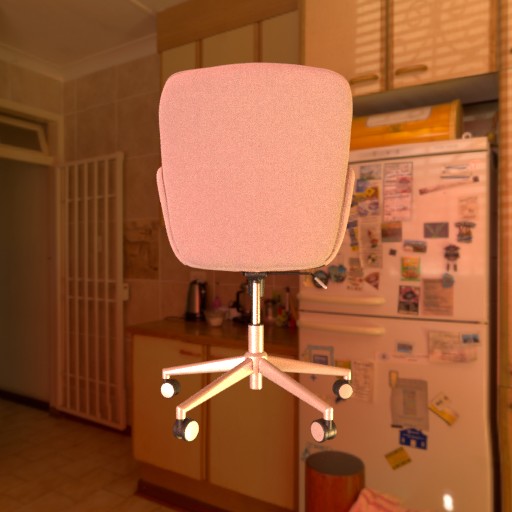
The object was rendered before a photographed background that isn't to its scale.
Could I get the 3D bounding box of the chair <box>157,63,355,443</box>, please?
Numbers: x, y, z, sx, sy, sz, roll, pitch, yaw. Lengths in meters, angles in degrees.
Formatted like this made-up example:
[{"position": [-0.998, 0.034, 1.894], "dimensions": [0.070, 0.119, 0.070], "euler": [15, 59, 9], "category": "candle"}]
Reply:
[{"position": [0.000, 0.000, 1.412], "dimensions": [0.648, 0.959, 0.654], "euler": [0, 0, 1], "category": "chair"}]
